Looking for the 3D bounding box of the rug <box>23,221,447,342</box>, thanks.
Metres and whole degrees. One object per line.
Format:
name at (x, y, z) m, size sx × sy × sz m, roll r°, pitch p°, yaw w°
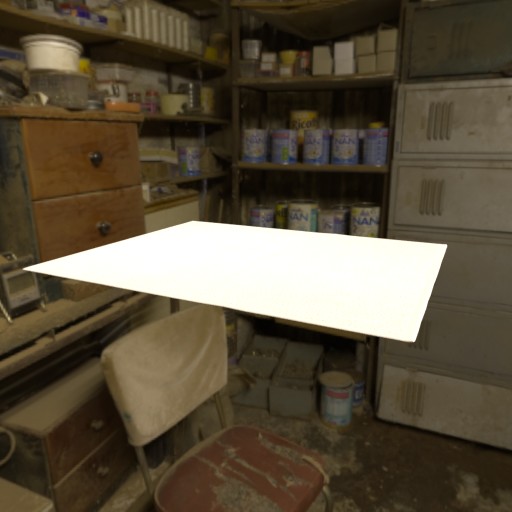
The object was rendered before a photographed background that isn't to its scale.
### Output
rug at (0.000, 0.000, 3.965) m, size 3.009 × 0.019 × 2.423 m, roll 7°, pitch 16°, yaw 25°
